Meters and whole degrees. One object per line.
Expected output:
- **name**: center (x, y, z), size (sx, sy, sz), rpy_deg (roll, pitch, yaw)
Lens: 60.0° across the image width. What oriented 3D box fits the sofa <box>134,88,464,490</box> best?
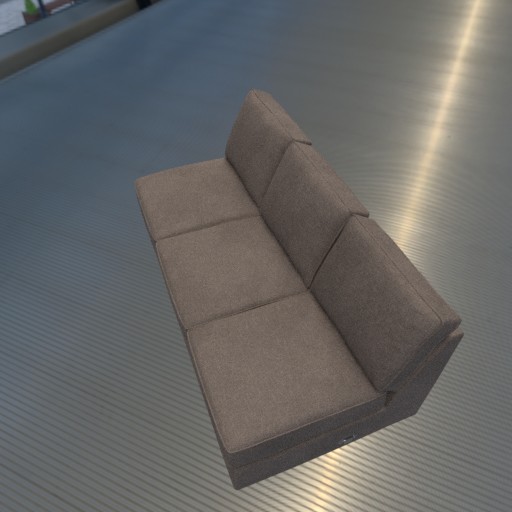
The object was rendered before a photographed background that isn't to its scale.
- **sofa**: center (0.000, 0.000, 2.456), size (1.027, 0.973, 1.962), rpy_deg (-16, 48, -15)
